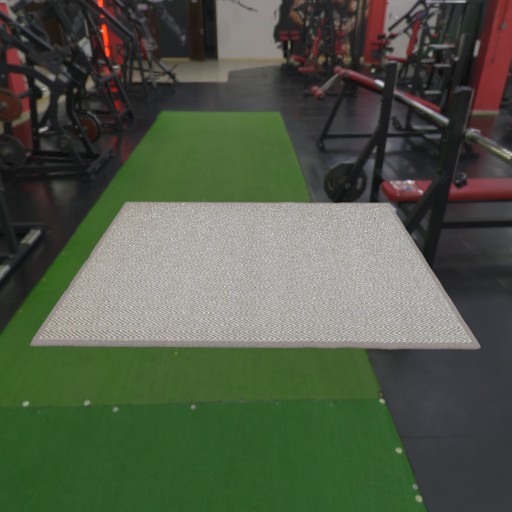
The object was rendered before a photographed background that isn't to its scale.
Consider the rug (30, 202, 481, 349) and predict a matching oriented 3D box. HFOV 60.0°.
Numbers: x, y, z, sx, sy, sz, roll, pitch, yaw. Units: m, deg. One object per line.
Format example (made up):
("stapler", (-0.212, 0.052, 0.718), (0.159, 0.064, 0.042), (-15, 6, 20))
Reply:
("rug", (0.000, 0.000, 3.990), (3.007, 0.032, 2.434), (0, 30, 1))
